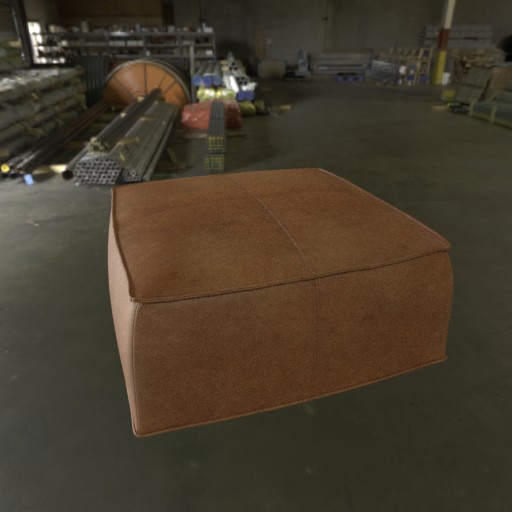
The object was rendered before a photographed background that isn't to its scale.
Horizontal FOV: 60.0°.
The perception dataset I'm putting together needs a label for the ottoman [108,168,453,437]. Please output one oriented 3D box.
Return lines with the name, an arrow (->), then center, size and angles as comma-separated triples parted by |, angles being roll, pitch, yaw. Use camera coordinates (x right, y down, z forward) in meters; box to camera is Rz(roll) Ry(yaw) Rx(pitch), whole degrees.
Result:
ottoman -> 0.000, 0.000, 1.404 | 0.902, 0.395, 0.901 | -9, 28, -17
